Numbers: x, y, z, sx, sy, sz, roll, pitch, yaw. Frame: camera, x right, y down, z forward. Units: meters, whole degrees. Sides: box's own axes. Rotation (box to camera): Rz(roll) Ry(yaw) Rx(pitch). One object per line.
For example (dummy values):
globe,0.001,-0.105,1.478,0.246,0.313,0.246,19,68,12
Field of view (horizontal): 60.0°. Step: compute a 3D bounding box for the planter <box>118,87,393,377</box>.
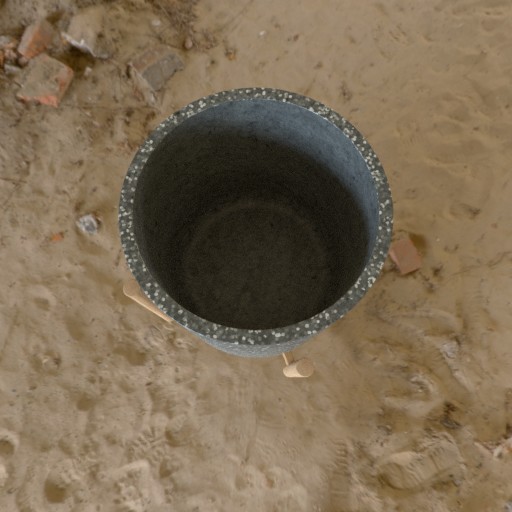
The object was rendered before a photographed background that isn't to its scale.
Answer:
planter,0.000,0.000,0.691,0.360,0.419,0.360,2,75,0
